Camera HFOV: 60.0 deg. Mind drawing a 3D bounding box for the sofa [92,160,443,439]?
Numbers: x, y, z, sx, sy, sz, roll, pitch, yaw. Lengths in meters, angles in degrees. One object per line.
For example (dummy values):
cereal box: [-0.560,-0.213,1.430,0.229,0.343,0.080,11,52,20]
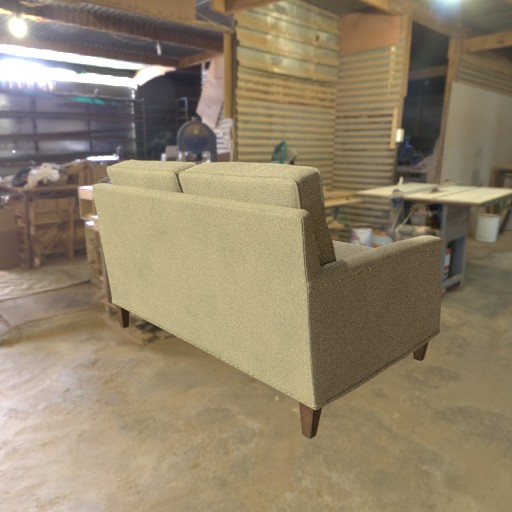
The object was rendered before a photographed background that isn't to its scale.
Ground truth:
sofa: [0.000,0.000,2.340,1.084,1.003,1.597,-13,19,-42]
